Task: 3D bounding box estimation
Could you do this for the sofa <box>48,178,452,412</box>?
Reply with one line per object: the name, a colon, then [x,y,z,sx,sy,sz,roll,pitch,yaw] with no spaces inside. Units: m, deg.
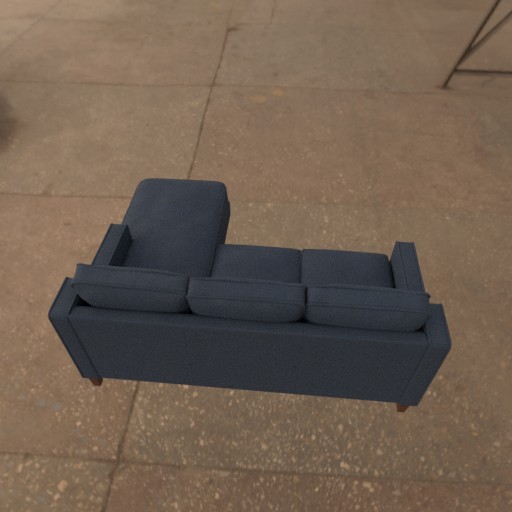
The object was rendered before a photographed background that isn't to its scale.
sofa: [0.000,0.000,3.371,2.317,1.066,1.858,4,46,4]
